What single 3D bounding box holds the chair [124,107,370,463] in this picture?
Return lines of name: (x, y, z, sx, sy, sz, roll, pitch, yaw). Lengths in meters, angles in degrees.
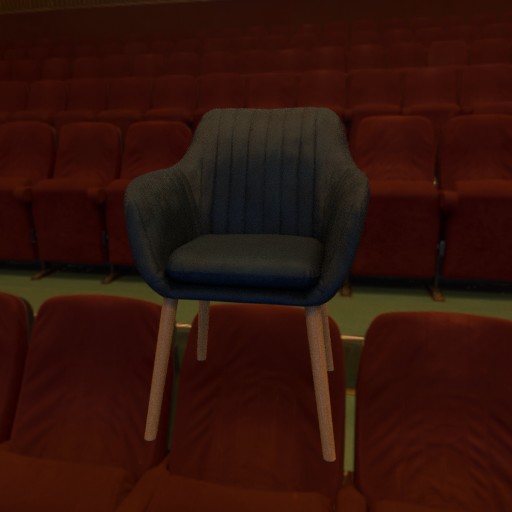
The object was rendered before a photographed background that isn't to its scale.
chair: (0.000, 0.000, 1.232, 0.578, 0.826, 0.573, 2, 14, 9)
